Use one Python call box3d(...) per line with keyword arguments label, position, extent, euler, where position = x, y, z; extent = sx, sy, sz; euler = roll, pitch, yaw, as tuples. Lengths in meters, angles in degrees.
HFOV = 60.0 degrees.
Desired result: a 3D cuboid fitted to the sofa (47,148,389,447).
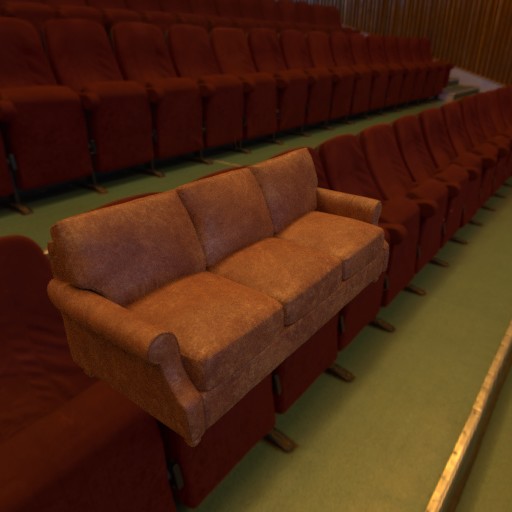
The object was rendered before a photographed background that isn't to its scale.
box3d(label="sofa", position=(0.000, 0.000, 2.820), extent=(0.973, 0.977, 2.351), euler=(18, 30, 33))
